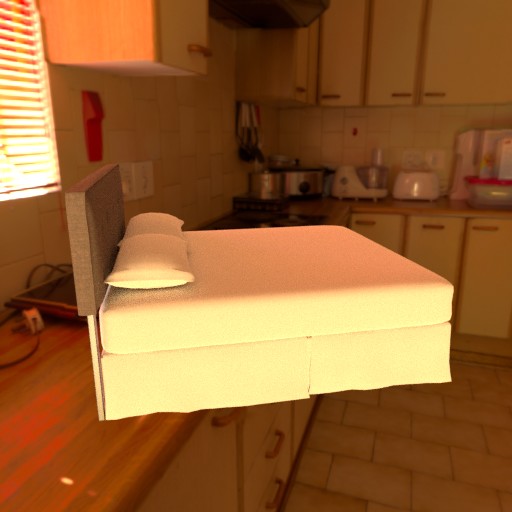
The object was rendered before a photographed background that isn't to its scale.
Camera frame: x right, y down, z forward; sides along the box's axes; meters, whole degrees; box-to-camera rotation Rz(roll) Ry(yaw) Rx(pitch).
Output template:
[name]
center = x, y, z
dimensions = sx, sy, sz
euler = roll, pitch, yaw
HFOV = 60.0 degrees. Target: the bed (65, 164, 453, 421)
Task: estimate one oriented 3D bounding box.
[bed]
center = 0.000, 0.000, 2.828
dimensions = 1.894, 1.089, 1.610
euler = -3, 16, -11
